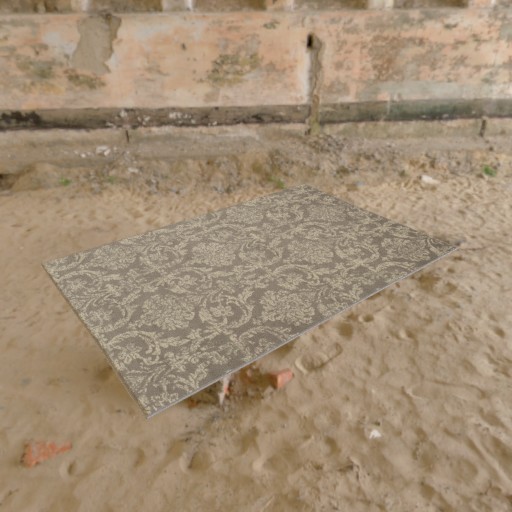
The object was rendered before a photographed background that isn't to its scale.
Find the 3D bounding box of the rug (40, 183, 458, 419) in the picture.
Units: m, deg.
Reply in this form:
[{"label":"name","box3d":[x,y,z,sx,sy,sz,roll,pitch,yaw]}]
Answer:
[{"label":"rug","box3d":[0.000,0.000,3.480,2.746,0.018,1.819,-21,36,-32]}]
